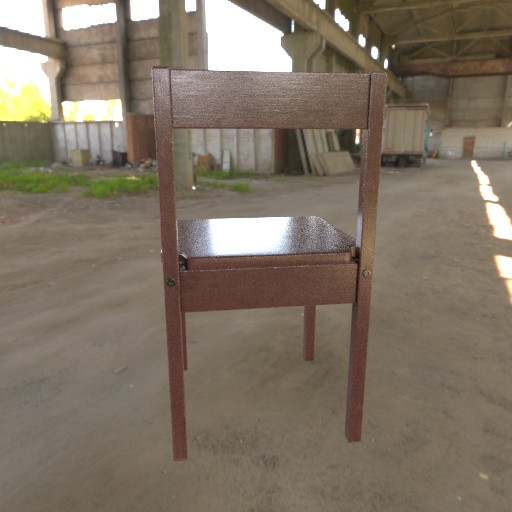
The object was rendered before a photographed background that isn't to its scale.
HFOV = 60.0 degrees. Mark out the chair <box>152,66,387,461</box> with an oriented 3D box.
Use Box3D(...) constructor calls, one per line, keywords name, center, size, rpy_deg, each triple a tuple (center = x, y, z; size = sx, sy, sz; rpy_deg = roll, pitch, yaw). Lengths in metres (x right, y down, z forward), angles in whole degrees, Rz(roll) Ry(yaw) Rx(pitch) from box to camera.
Box3D(name="chair", center=(0.000, 0.000, 0.913), size=(0.367, 0.668, 0.361), rpy_deg=(-2, 15, -8))
